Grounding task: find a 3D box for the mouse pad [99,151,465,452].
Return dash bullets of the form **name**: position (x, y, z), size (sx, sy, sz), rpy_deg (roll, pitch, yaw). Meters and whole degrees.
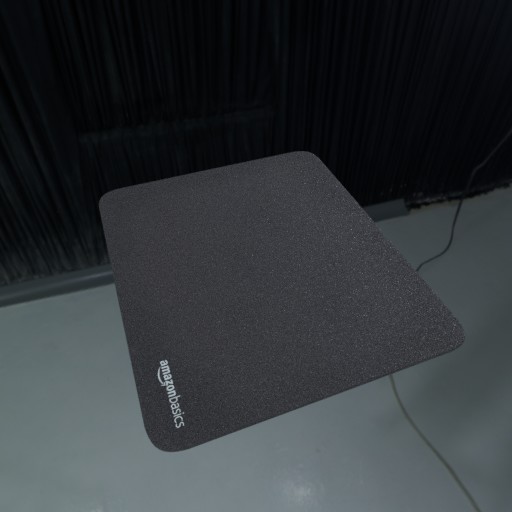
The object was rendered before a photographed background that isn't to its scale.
- **mouse pad**: position (0.000, 0.000, 0.434), size (0.269, 0.002, 0.315), rpy_deg (-15, 47, -14)
